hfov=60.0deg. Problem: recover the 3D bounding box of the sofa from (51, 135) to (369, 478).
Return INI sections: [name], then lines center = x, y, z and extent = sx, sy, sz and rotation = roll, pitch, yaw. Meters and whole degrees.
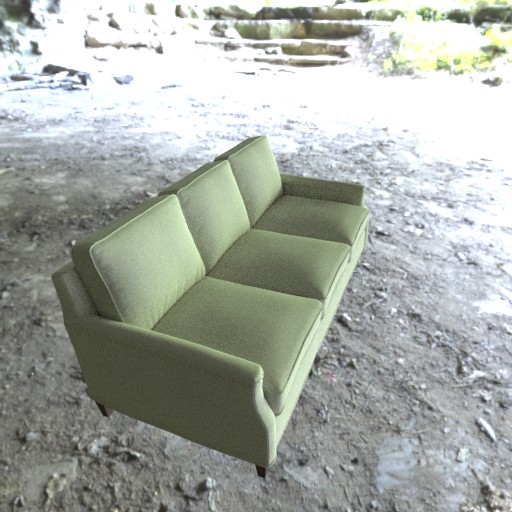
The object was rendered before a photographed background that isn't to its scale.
[sofa]
center = 0.000, 0.000, 2.798
extent = 1.084, 1.003, 2.246
rotation = 12, 32, 20
